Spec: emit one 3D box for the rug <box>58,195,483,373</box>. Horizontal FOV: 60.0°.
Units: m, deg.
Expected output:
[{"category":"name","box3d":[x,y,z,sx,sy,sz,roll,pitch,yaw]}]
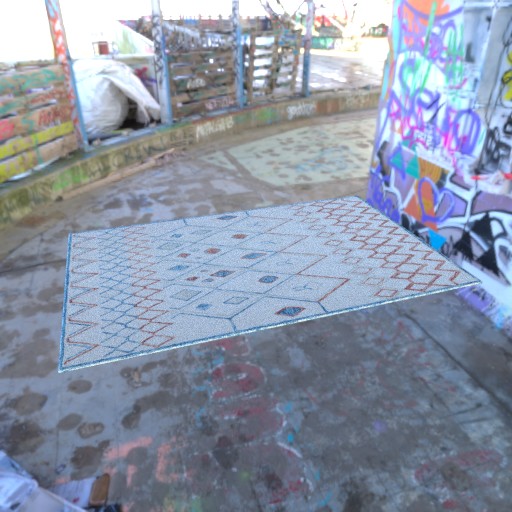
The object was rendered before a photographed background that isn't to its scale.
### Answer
[{"category":"rug","box3d":[0.000,0.000,3.019,2.438,0.015,1.524,-9,31,-16]}]
